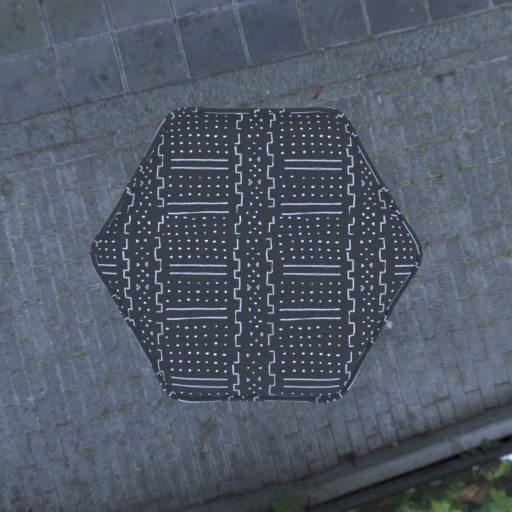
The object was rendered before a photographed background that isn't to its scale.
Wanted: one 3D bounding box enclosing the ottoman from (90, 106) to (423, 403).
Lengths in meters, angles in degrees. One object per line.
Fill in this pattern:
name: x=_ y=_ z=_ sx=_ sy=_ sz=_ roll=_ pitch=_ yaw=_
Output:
ottoman: x=0.000 y=0.000 z=0.884 sx=0.494 sy=0.502 sz=0.443 roll=0 pitch=90 yaw=0
